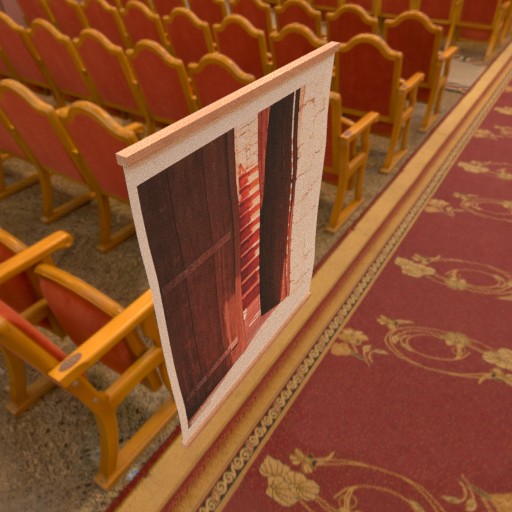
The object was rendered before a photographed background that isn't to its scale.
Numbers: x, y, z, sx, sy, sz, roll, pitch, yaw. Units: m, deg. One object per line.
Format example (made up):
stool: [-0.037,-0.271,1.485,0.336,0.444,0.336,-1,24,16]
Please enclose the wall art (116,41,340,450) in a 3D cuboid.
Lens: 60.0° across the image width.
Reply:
wall art: [0.000,0.000,0.663,0.013,0.508,0.406,24,46,25]
